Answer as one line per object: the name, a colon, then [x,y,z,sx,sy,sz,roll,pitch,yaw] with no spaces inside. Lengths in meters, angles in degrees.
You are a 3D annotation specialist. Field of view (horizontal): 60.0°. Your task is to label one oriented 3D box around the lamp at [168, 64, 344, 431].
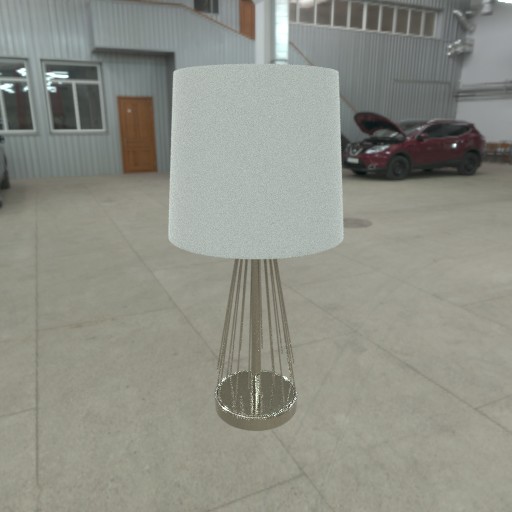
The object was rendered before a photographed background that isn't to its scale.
lamp: [0.000,0.000,0.793,0.303,0.618,0.303,0,17,0]
